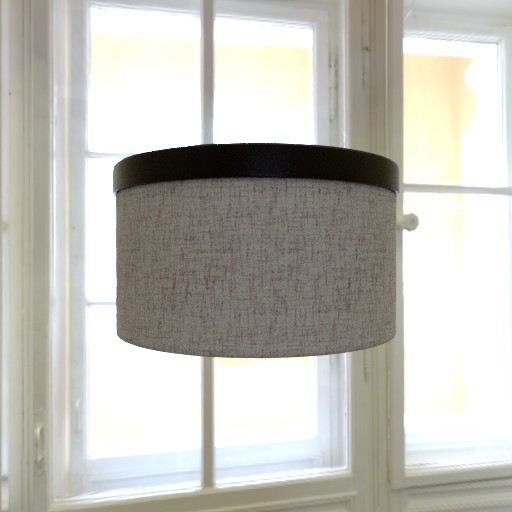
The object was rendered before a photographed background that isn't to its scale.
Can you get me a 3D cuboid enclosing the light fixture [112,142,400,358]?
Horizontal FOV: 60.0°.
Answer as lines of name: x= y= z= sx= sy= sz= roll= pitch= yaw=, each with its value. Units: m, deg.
light fixture: x=0.000 y=0.000 z=0.633 sx=0.389 sy=0.229 sz=0.389 roll=0 pitch=0 yaw=0
